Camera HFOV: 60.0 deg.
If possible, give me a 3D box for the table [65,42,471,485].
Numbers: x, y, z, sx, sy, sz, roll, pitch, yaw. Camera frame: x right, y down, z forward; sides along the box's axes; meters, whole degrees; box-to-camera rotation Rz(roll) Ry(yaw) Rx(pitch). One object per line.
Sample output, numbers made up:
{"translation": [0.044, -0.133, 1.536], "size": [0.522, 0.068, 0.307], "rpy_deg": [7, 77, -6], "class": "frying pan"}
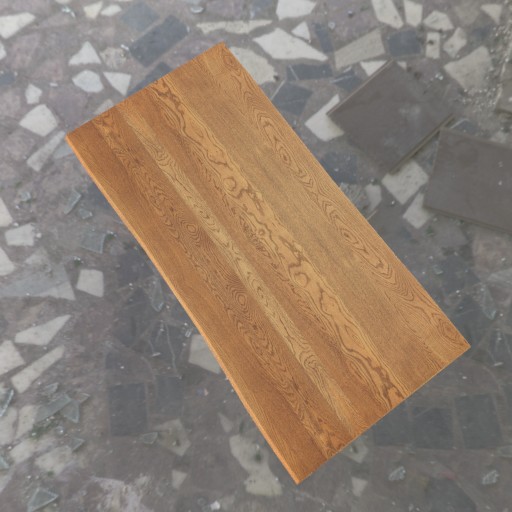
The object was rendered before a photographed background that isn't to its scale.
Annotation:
{"translation": [0.000, 0.000, 2.278], "size": [0.900, 0.770, 1.800], "rpy_deg": [-35, 78, -8], "class": "table"}
